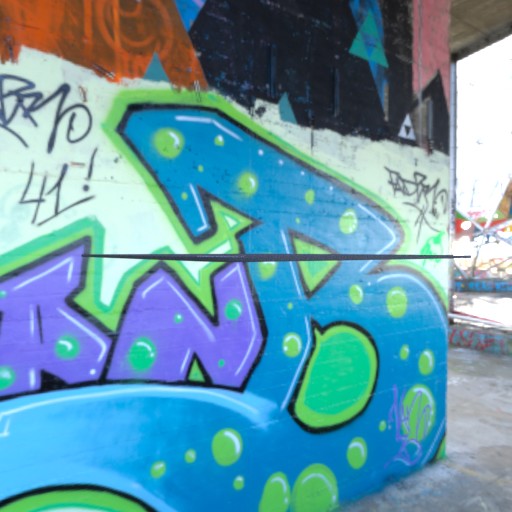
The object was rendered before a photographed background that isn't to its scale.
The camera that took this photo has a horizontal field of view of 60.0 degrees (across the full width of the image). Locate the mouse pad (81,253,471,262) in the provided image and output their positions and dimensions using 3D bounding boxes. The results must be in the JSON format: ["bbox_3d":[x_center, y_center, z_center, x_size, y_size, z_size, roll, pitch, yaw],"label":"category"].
[{"bbox_3d":[0.000,0.000,0.350,0.211,0.002,0.249,0,1,-36],"label":"mouse pad"}]
